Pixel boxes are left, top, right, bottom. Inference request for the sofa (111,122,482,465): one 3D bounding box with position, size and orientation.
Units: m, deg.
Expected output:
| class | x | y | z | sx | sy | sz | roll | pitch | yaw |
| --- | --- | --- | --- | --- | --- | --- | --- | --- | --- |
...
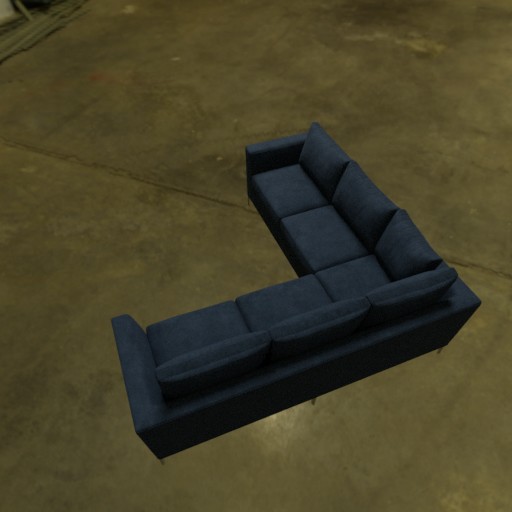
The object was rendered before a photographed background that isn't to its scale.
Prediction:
| class | x | y | z | sx | sy | sz | roll | pitch | yaw |
| --- | --- | --- | --- | --- | --- | --- | --- | --- | --- |
| sofa | 0.000 | 0.000 | 3.774 | 2.463 | 0.988 | 2.472 | -16 | 49 | -15 |
